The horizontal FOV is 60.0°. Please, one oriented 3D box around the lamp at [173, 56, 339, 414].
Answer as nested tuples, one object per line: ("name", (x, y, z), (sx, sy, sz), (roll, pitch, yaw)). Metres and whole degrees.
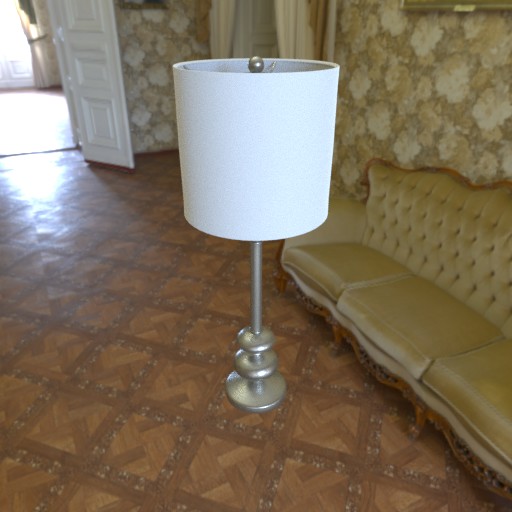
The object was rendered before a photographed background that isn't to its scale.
("lamp", (0.000, 0.000, 0.837), (0.254, 0.690, 0.254), (8, 29, 15))
